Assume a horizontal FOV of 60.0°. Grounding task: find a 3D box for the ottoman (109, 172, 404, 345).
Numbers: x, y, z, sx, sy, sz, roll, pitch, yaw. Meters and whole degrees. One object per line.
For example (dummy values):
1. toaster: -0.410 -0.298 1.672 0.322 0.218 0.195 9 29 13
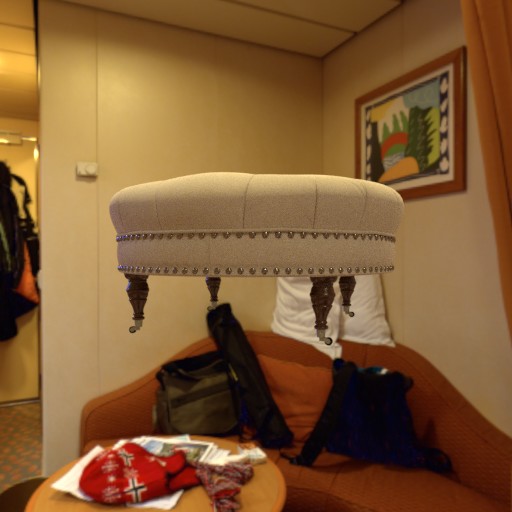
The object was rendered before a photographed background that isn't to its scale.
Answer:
1. ottoman: 0.000 0.000 1.421 0.901 0.439 0.901 0 0 0
